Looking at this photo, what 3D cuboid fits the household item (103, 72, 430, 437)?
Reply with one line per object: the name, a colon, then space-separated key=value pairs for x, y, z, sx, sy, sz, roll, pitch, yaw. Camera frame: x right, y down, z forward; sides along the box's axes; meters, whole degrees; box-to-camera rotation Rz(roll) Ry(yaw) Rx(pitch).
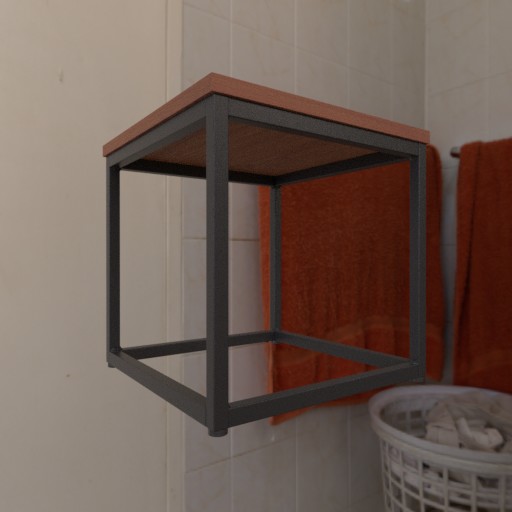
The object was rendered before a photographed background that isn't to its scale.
household item: x=0.000 y=0.000 z=0.759 sx=0.400 sy=0.400 sz=0.400 roll=0 pitch=0 yaw=-35
